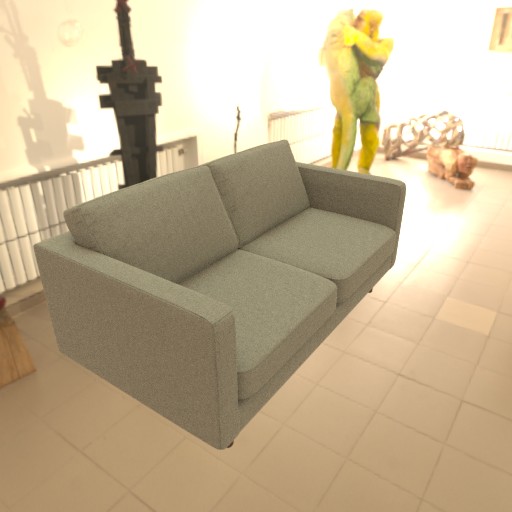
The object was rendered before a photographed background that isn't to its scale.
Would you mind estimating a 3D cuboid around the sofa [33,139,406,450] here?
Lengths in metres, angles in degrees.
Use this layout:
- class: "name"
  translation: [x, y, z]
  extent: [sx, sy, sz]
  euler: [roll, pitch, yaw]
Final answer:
- class: "sofa"
  translation: [0.000, 0.000, 2.282]
  extent: [1.000, 0.900, 1.731]
  euler: [18, 31, 31]
